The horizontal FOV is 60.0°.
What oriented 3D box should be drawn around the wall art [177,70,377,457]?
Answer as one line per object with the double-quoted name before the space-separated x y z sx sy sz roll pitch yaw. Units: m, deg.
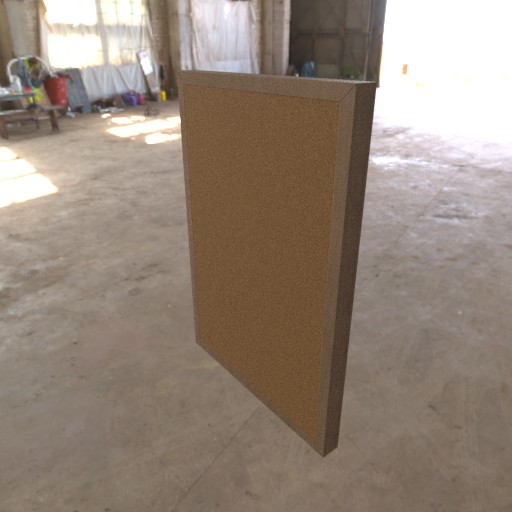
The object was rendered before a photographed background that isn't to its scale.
"wall art" 0.000 0.000 0.672 0.031 0.509 0.356 -18 31 -34
